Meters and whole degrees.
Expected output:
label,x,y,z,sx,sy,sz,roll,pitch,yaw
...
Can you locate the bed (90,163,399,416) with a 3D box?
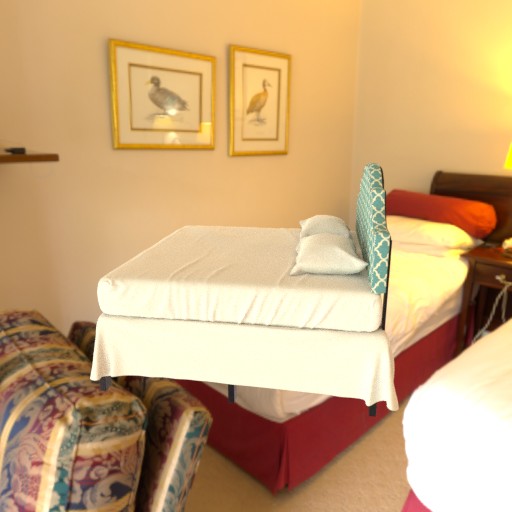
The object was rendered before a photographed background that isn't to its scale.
label,x,y,z,sx,sy,sz,roll,pitch,yaw
bed,0.000,0.000,3.860,2.222,1.601,2.314,2,15,9
